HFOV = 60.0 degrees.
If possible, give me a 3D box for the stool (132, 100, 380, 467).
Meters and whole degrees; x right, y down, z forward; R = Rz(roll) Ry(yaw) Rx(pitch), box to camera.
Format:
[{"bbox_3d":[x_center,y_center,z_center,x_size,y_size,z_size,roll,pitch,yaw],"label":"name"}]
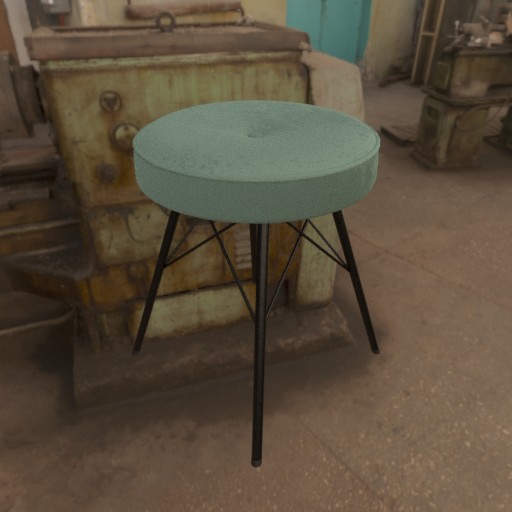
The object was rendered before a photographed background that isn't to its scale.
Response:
[{"bbox_3d":[0.000,0.000,0.872,0.458,0.519,0.457,-22,38,-30],"label":"stool"}]
